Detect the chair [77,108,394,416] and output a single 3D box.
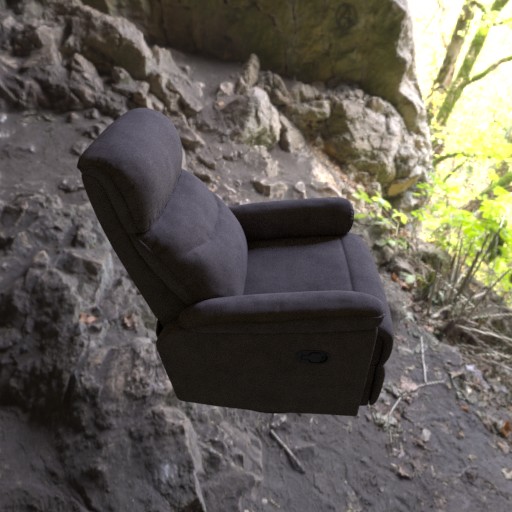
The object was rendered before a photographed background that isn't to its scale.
[{"bbox_3d":[0.000,0.000,1.712,1.009,1.036,0.830,1,33,2],"label":"chair"}]
